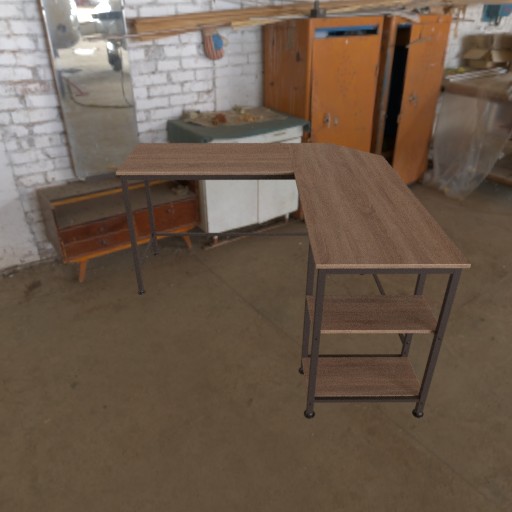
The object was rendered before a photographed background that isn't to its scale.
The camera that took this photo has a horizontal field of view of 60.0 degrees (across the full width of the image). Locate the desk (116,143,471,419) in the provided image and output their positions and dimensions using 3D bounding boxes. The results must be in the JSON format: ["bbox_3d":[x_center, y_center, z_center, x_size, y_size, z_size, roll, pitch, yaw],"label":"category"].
[{"bbox_3d":[0.000,0.000,2.210,1.379,0.739,1.379,0,30,0],"label":"desk"}]
